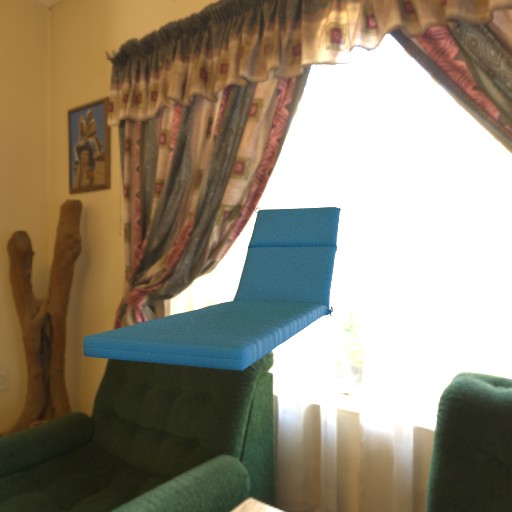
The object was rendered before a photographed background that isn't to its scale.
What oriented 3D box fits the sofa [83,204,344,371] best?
[{"bbox_3d":[0.000,0.000,2.006,0.582,0.622,1.663,0,0,19],"label":"sofa"}]
